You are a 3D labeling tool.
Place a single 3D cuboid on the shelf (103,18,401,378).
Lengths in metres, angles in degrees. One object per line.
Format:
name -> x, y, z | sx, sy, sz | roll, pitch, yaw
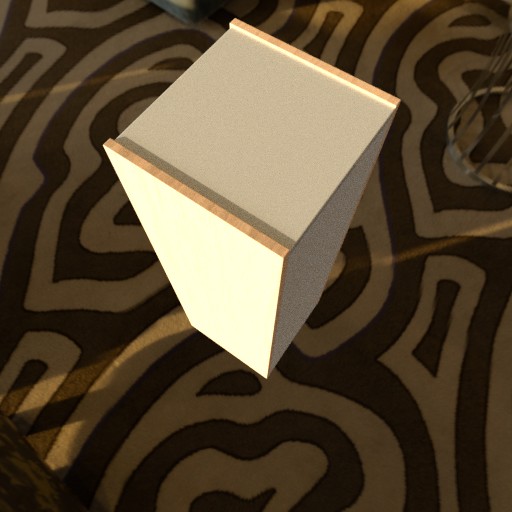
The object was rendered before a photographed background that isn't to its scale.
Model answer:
shelf -> 0.000, 0.000, 1.019 | 0.290, 0.900, 0.300 | 33, 70, 14
